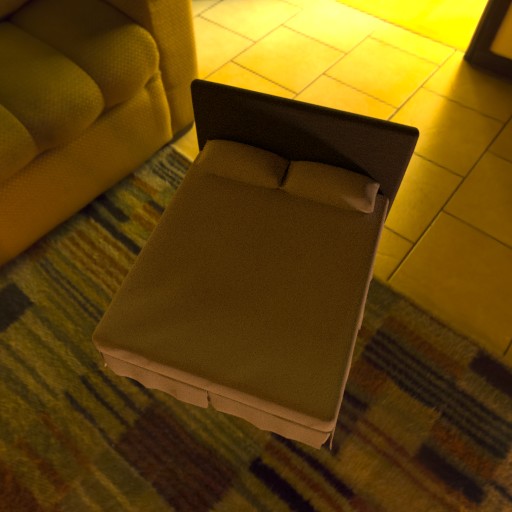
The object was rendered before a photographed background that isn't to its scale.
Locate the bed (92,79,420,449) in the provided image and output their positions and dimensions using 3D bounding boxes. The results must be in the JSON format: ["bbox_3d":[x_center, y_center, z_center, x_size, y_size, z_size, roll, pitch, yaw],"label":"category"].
[{"bbox_3d":[0.000,0.000,3.408,1.884,1.330,2.142,16,59,10],"label":"bed"}]
